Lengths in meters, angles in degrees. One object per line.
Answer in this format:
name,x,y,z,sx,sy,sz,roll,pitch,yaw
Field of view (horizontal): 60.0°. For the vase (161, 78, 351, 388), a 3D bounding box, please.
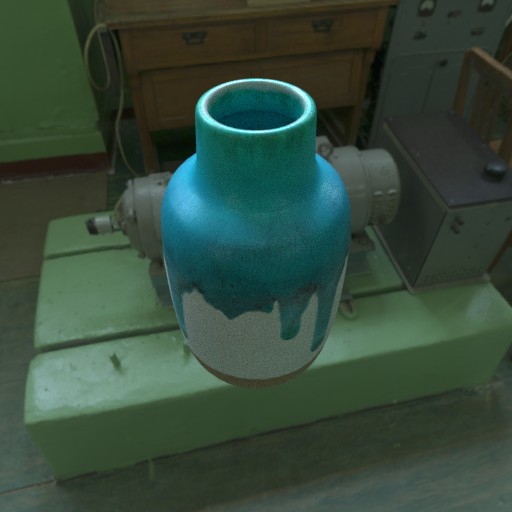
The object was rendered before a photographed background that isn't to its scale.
vase,0.000,0.000,0.262,0.106,0.192,0.106,0,46,0
